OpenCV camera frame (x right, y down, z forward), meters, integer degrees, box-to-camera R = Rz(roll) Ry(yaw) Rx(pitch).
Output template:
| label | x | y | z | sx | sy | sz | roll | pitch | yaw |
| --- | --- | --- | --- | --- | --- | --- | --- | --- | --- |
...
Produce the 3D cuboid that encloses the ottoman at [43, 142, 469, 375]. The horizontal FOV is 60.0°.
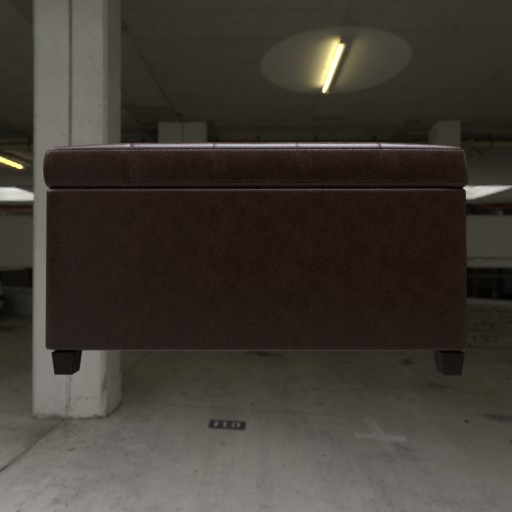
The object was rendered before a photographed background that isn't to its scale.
| label | x | y | z | sx | sy | sz | roll | pitch | yaw |
| --- | --- | --- | --- | --- | --- | --- | --- | --- | --- |
| ottoman | 0.000 | 0.000 | 1.071 | 0.838 | 0.470 | 0.432 | 0 | 0 | 0 |
